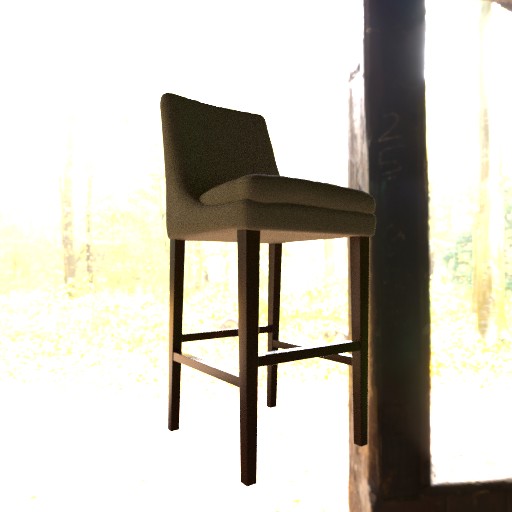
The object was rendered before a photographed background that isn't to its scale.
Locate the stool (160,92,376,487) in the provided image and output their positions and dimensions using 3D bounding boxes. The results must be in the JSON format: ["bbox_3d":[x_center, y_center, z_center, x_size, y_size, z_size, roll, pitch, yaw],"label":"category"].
[{"bbox_3d":[0.000,0.000,1.359,0.470,1.078,0.577,1,-1,-36],"label":"stool"}]
